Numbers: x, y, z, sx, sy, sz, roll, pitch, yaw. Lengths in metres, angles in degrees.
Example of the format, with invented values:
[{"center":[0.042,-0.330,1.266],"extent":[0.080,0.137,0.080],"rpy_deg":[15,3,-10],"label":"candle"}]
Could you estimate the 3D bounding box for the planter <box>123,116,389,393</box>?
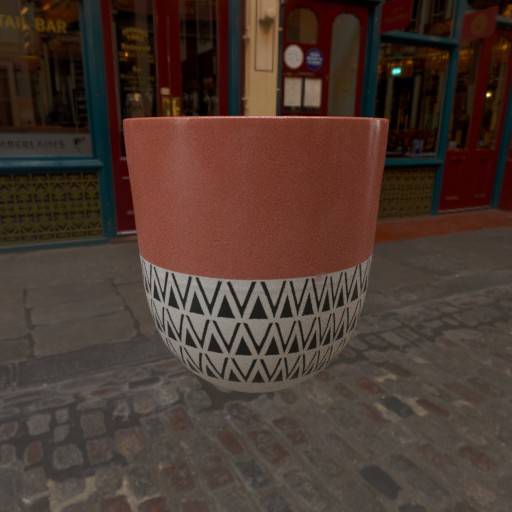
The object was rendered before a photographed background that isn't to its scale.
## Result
[{"center":[0.000,0.000,0.366],"extent":[0.195,0.214,0.195],"rpy_deg":[0,16,0],"label":"planter"}]
